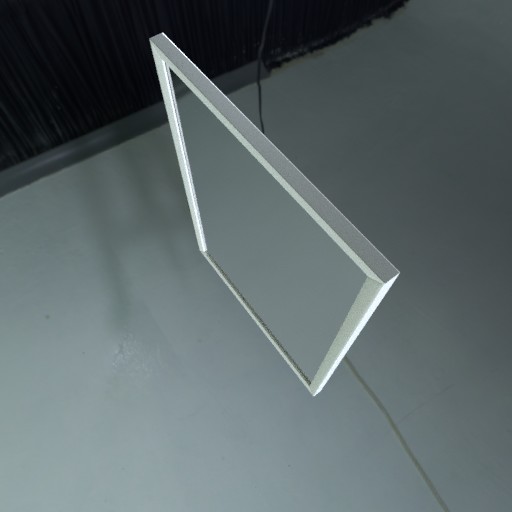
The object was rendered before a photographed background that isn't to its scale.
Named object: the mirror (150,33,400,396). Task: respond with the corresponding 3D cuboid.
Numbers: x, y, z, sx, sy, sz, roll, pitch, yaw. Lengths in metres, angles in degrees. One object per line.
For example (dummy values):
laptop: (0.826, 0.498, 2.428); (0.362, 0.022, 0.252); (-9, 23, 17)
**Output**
mirror: (0.000, 0.000, 1.325); (0.040, 1.016, 0.762); (-33, 67, -16)
